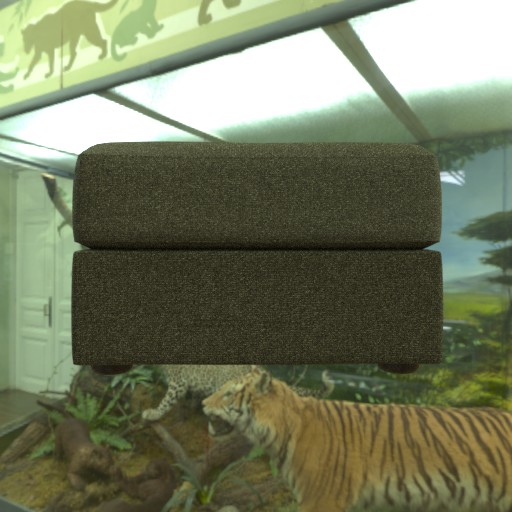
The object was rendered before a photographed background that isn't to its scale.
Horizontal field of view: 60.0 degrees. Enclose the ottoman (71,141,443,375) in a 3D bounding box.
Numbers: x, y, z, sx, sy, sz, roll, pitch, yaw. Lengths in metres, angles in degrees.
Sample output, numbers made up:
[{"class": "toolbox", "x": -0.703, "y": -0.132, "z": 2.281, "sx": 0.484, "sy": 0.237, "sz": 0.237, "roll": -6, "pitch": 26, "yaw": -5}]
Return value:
[{"class": "ottoman", "x": 0.000, "y": 0.000, "z": 1.122, "sx": 0.742, "sy": 0.476, "sz": 0.598, "roll": 0, "pitch": -1, "yaw": -1}]
